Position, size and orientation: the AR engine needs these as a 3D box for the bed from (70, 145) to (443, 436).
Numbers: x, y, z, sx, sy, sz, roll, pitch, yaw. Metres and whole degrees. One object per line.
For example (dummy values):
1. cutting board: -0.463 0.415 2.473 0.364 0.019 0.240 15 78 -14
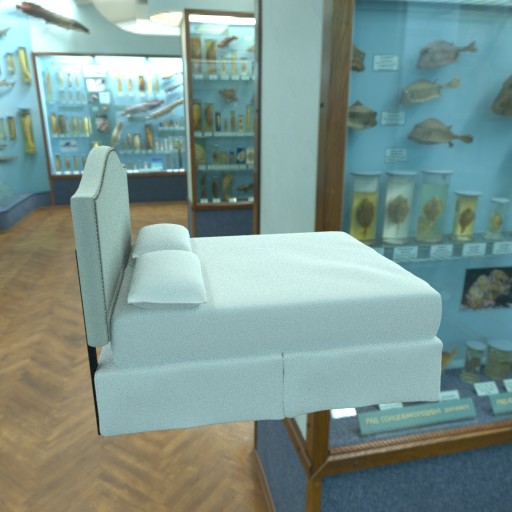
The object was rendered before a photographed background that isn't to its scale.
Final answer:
1. bed: 0.000 0.000 3.295 2.180 1.607 1.813 -3 17 -10
